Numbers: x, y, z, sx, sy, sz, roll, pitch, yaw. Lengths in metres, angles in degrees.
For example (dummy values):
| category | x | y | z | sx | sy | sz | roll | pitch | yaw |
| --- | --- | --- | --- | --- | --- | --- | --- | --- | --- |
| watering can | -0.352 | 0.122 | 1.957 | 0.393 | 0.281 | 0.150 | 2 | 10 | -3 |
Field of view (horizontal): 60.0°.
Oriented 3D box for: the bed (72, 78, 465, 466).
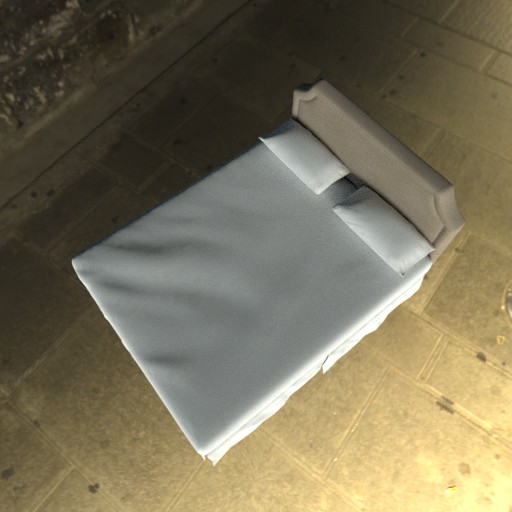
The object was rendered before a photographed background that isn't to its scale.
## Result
| category | x | y | z | sx | sy | sz | roll | pitch | yaw |
| --- | --- | --- | --- | --- | --- | --- | --- | --- | --- |
| bed | 0.000 | 0.000 | 3.574 | 2.498 | 1.293 | 1.977 | -35 | 68 | -16 |
